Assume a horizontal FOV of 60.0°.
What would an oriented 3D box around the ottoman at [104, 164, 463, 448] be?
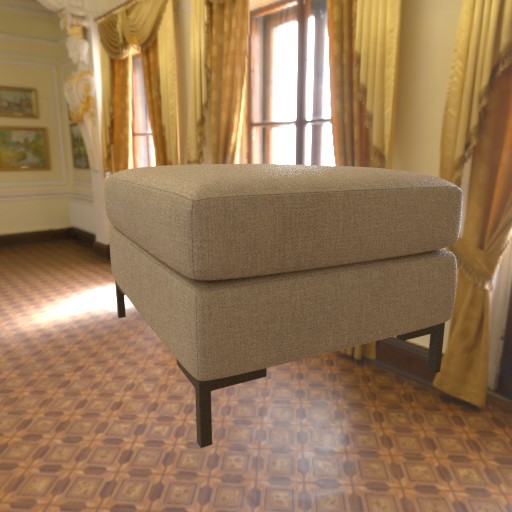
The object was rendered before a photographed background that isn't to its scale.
[{"bbox_3d":[0.000,0.000,1.215,0.671,0.490,0.820,-7,14,-27],"label":"ottoman"}]
